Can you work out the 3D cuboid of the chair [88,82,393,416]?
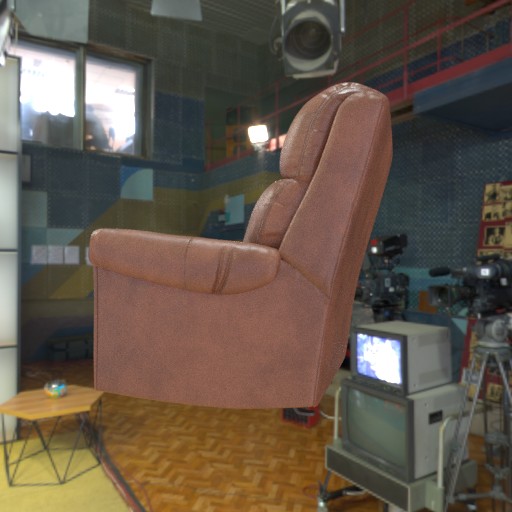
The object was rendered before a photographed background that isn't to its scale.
[{"bbox_3d":[0.000,0.000,1.727,1.014,1.054,0.838,0,-1,18],"label":"chair"}]
